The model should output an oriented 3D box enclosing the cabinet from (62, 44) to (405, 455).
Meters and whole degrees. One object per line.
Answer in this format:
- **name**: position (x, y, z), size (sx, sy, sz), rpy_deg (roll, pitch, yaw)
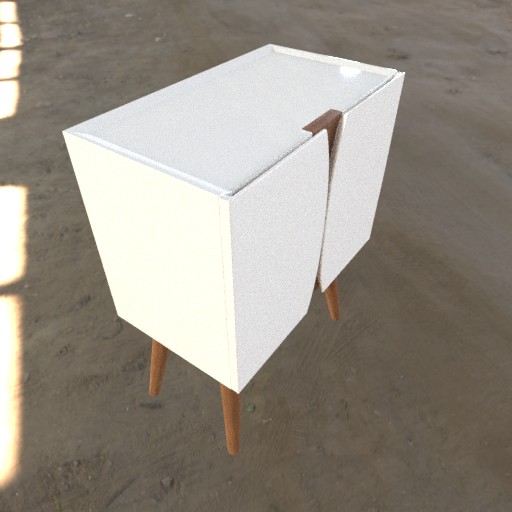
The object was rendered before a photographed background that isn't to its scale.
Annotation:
- **cabinet**: position (0.000, 0.000, 1.069), size (0.344, 0.772, 0.591), rpy_deg (25, 47, 26)
